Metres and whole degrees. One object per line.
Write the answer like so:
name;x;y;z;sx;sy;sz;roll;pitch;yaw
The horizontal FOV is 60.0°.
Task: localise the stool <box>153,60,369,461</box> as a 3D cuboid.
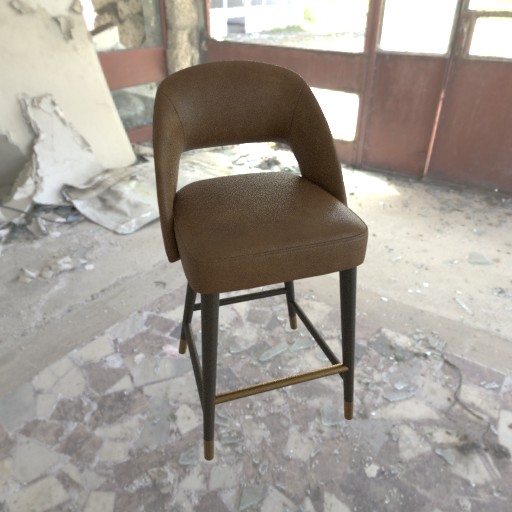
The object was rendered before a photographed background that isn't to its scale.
stool;0.000;0.000;1.229;0.494;0.940;0.509;-10;33;-15
